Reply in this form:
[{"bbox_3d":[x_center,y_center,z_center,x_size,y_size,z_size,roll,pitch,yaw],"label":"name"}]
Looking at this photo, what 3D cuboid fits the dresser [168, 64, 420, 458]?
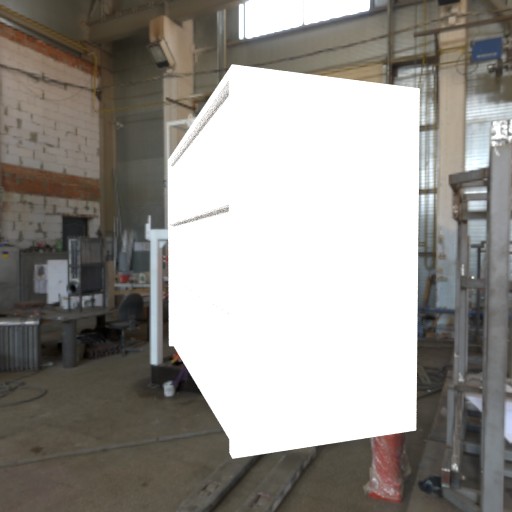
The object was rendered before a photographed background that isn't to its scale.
[{"bbox_3d":[0.000,0.000,1.515,0.460,0.820,1.100,-1,2,-18],"label":"dresser"}]
